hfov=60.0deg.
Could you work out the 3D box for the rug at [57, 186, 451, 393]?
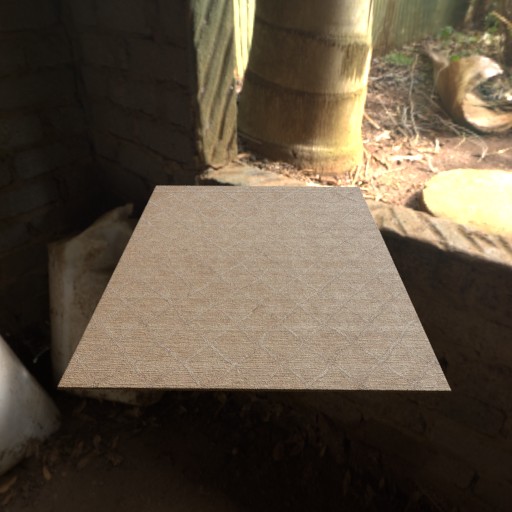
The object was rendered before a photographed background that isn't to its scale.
[{"bbox_3d":[0.000,0.000,3.993,2.420,0.019,3.039,0,33,1],"label":"rug"}]
